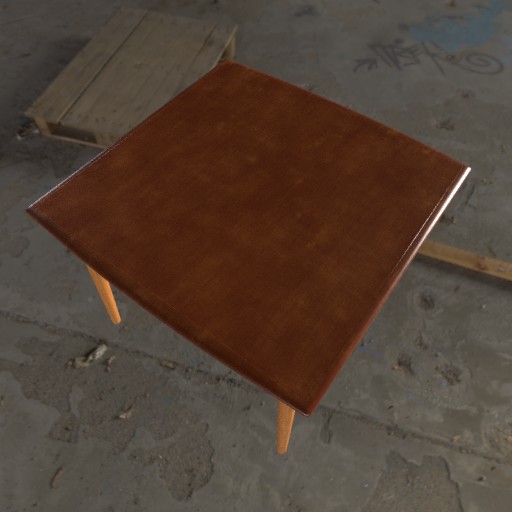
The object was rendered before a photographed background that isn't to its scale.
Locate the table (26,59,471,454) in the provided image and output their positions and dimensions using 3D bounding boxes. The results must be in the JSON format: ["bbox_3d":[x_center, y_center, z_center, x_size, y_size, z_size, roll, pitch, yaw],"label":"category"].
[{"bbox_3d":[0.000,0.000,1.651,0.991,0.754,0.991,32,62,19],"label":"table"}]
